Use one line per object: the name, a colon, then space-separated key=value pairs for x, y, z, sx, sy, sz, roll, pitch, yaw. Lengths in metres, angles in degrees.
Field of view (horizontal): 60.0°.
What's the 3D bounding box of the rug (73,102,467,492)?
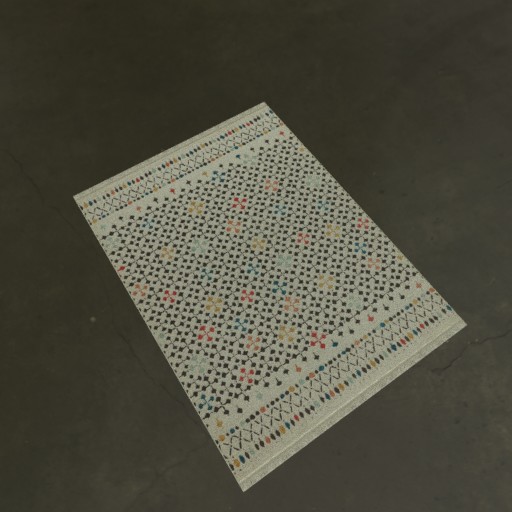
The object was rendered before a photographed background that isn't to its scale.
rug: x=0.000 y=0.000 z=4.216 sx=2.354 sy=0.007 sz=3.196 roll=-31 pitch=67 yaw=-14
